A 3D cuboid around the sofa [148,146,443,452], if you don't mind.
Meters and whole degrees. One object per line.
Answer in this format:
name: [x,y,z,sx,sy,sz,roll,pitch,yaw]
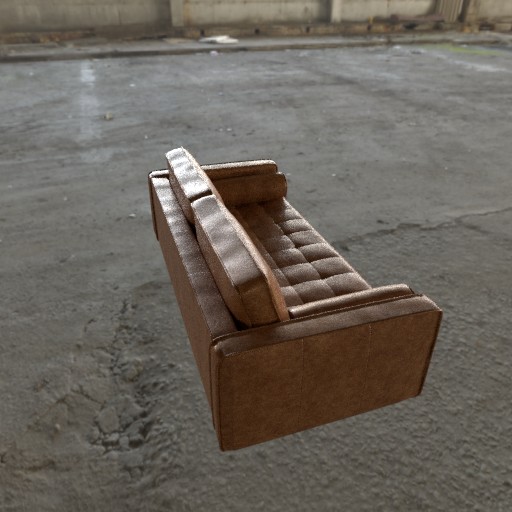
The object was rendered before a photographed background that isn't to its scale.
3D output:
sofa: [0.000,0.000,2.445,0.924,0.825,1.920,-10,32,-16]
